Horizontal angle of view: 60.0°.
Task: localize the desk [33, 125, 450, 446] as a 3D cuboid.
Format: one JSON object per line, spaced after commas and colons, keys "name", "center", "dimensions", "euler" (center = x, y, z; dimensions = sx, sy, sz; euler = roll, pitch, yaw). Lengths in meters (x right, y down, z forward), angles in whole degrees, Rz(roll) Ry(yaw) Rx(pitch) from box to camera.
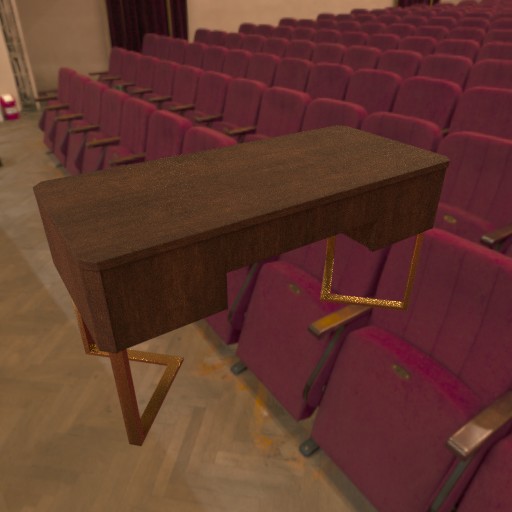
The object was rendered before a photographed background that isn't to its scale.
{"name": "desk", "center": [0.000, 0.000, 1.875], "dimensions": [1.479, 0.762, 0.684], "euler": [-19, 35, -29]}
